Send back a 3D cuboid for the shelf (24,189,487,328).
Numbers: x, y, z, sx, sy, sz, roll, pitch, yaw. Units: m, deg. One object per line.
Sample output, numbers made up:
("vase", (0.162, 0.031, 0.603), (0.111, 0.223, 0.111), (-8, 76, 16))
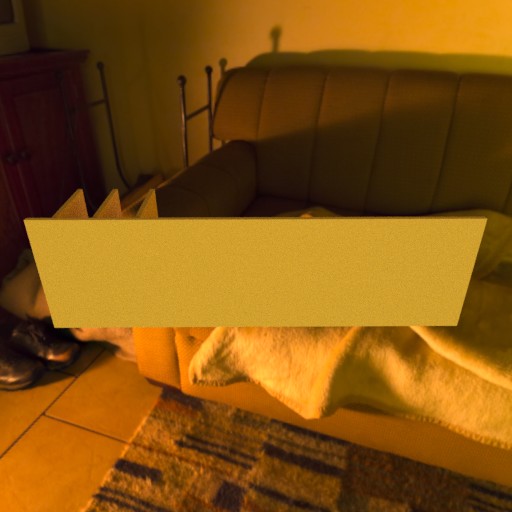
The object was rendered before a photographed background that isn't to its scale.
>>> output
("shelf", (0.000, 0.000, 1.135), (1.020, 0.300, 0.200), (0, 30, 0))
